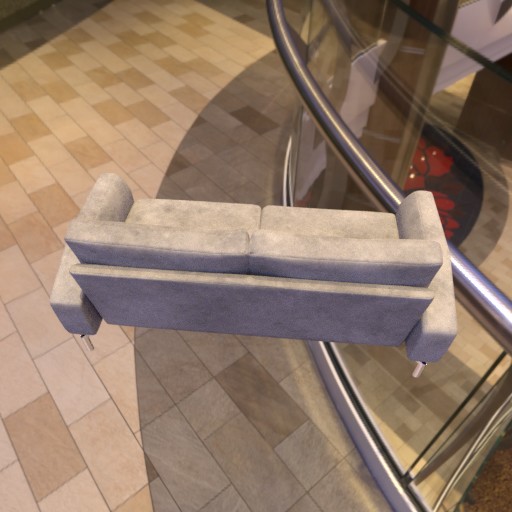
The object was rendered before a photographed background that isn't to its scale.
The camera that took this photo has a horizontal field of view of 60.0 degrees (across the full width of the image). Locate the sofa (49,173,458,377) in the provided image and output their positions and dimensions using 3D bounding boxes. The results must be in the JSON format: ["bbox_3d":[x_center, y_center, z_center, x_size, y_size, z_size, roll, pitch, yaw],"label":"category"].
[{"bbox_3d":[0.000,0.000,2.285,1.837,0.859,0.849,4,47,4],"label":"sofa"}]
